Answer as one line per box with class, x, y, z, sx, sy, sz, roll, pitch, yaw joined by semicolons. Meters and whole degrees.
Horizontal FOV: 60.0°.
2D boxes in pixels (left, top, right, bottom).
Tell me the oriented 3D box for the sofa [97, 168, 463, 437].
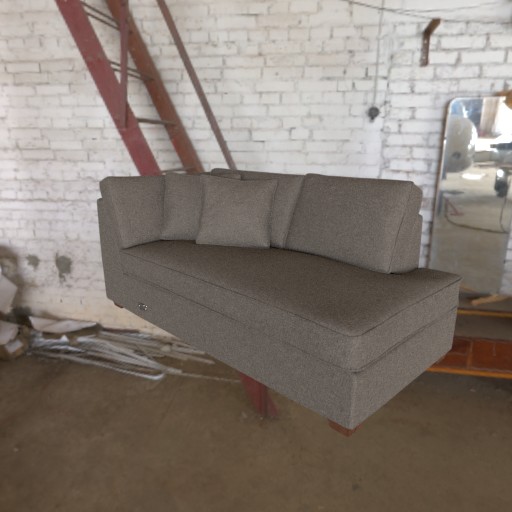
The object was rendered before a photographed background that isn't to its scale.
sofa;0.000;0.000;2.857;2.237;1.033;1.110;15;22;43
